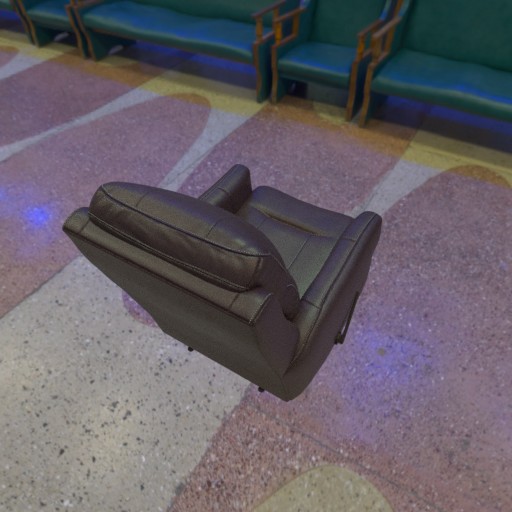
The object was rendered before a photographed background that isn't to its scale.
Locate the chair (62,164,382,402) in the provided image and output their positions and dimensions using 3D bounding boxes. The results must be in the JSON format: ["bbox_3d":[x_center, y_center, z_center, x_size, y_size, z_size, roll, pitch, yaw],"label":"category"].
[{"bbox_3d":[0.000,0.000,1.794,0.829,1.030,1.080,24,50,22],"label":"chair"}]
